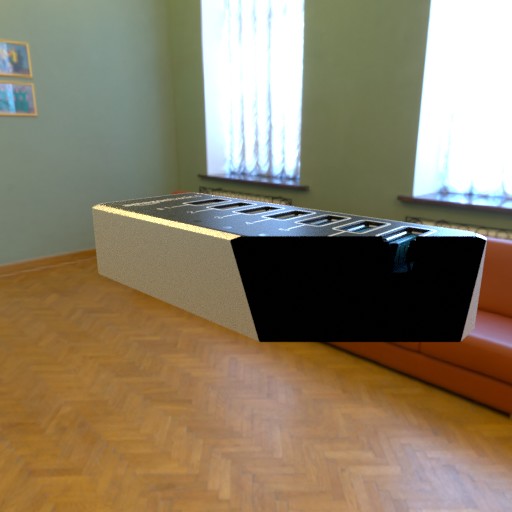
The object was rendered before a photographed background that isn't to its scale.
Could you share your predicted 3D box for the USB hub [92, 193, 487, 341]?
[{"bbox_3d":[0.000,0.000,0.127,0.110,0.023,0.044,14,21,41],"label":"USB hub"}]
